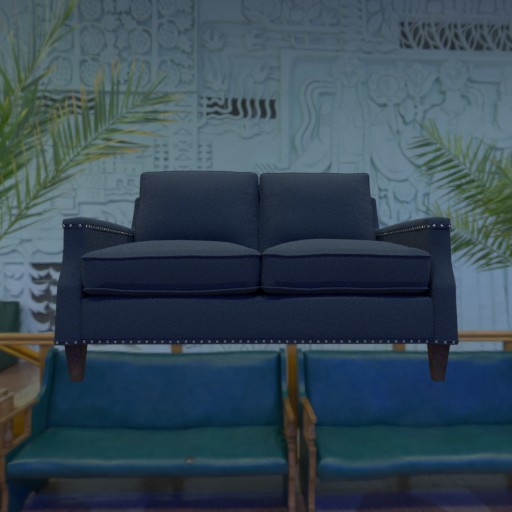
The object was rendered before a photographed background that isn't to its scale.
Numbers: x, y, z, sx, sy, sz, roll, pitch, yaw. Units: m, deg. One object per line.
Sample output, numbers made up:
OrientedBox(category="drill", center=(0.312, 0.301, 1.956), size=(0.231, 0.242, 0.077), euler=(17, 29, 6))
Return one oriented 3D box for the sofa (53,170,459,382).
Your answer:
OrientedBox(category="sofa", center=(0.000, 0.000, 2.248), size=(1.597, 1.003, 1.084), euler=(0, -1, 0))
